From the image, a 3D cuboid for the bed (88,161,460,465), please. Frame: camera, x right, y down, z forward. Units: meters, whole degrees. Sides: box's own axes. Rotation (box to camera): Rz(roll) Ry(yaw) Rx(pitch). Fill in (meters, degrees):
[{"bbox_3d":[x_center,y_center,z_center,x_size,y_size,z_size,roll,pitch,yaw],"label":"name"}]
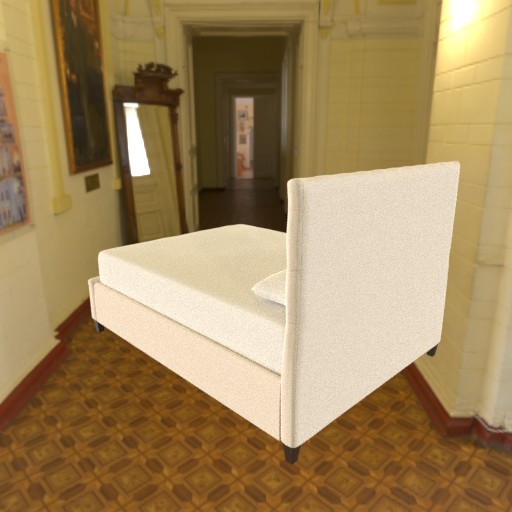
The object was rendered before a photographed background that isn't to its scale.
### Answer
[{"bbox_3d":[0.000,0.000,3.335,1.696,1.426,2.233,-15,22,-42],"label":"bed"}]
